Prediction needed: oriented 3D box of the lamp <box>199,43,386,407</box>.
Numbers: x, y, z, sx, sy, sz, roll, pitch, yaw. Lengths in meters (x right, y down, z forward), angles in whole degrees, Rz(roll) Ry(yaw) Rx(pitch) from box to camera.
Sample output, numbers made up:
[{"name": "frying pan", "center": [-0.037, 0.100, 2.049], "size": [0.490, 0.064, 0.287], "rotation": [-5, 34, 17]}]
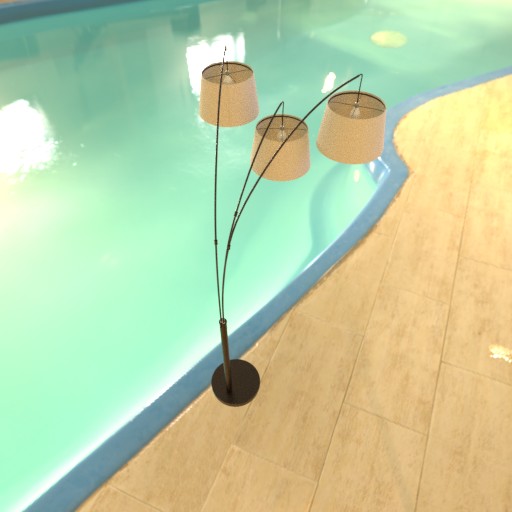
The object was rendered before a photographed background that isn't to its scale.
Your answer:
[{"name": "lamp", "center": [0.000, 0.000, 2.441], "size": [0.951, 1.950, 0.924], "rotation": [22, 51, 19]}]
